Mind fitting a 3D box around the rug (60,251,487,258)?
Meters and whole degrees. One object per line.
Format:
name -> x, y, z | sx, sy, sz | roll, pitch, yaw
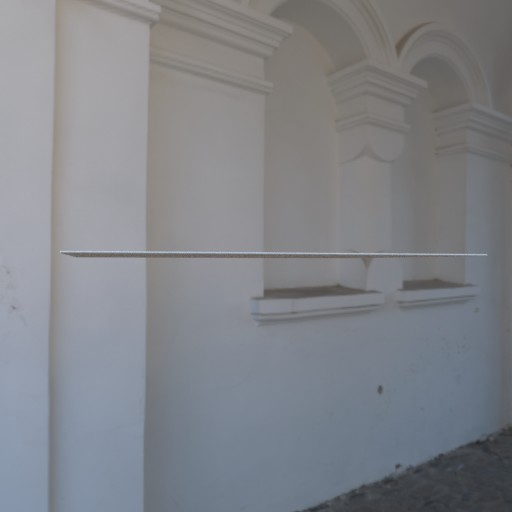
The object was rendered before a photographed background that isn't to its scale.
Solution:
rug -> 0.000, 0.000, 2.762 | 2.142, 0.010, 1.533 | 0, -1, -20
